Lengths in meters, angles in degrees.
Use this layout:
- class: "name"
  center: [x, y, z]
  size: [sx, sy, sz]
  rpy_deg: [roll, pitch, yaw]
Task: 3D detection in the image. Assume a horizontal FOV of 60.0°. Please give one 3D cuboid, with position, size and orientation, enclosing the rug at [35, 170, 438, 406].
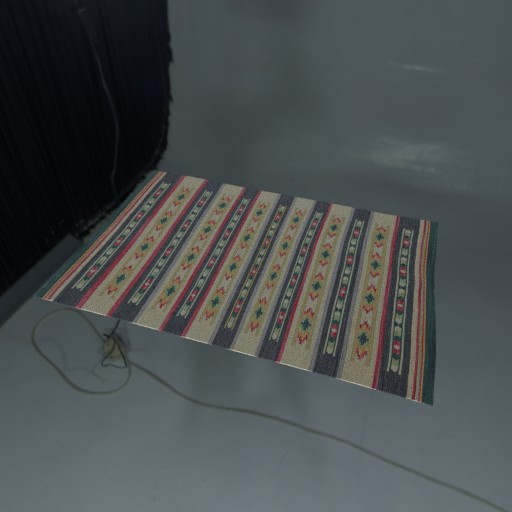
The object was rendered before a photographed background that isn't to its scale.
- class: "rug"
  center: [0.000, 0.000, 2.942]
  size: [2.311, 0.010, 1.522]
  rpy_deg: [12, 44, 13]
